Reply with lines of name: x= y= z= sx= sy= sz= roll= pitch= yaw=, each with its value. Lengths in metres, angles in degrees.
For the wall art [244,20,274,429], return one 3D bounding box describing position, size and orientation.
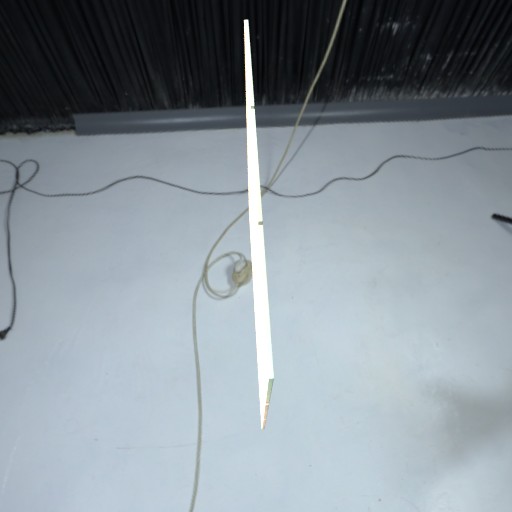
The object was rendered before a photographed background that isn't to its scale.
wall art: x=0.000 y=0.000 z=1.805 sx=0.013 sy=1.219 sz=1.214 roll=-3 pitch=64 yaw=-1
